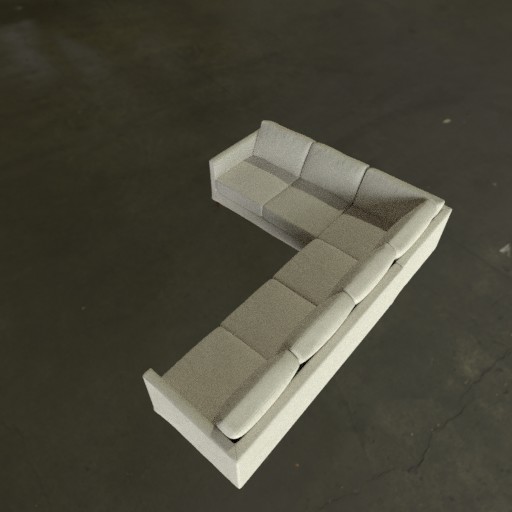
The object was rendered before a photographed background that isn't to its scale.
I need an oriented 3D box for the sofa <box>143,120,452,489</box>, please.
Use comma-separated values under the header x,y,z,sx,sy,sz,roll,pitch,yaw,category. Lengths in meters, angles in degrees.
x,y,z,sx,sy,sz,roll,pitch,yaw,category
0.000,0.000,4.276,2.432,0.863,3.182,32,55,27,sofa
